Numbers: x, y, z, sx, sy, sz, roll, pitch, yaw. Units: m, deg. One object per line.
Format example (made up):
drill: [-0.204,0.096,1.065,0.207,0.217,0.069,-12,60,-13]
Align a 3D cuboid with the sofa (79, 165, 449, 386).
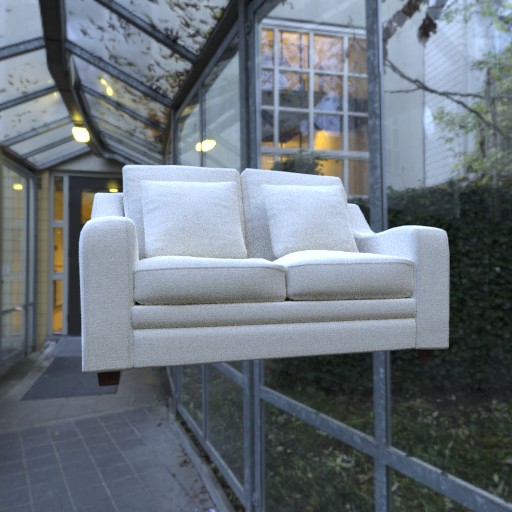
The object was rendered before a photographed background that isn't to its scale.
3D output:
sofa: [0.000,0.000,2.384,1.744,1.047,1.040,0,-1,-17]
